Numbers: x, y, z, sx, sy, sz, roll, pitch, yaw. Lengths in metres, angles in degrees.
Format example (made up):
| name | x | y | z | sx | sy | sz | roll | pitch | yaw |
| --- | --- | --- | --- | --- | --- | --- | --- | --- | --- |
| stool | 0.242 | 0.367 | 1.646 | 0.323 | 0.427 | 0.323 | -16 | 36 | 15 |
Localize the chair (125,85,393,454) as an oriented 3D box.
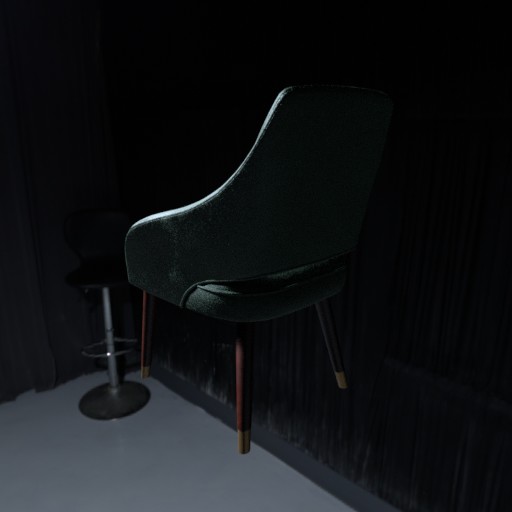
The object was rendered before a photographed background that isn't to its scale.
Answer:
| name | x | y | z | sx | sy | sz | roll | pitch | yaw |
| --- | --- | --- | --- | --- | --- | --- | --- | --- | --- |
| chair | 0.000 | 0.000 | 1.583 | 0.683 | 1.081 | 0.794 | -15 | 21 | -42 |
